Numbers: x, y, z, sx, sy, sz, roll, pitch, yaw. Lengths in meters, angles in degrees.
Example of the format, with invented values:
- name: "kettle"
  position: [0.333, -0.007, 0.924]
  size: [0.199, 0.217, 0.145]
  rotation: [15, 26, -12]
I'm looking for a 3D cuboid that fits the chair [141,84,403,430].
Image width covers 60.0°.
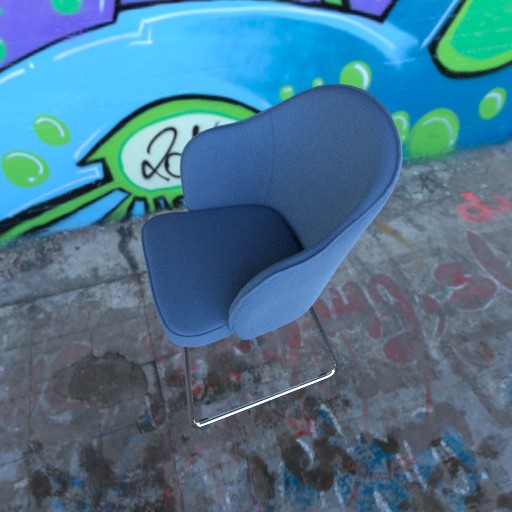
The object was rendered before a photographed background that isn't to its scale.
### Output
- name: "chair"
  position: [0.000, 0.000, 1.214]
  size: [0.585, 0.815, 0.570]
  rotation: [-14, 48, -13]
